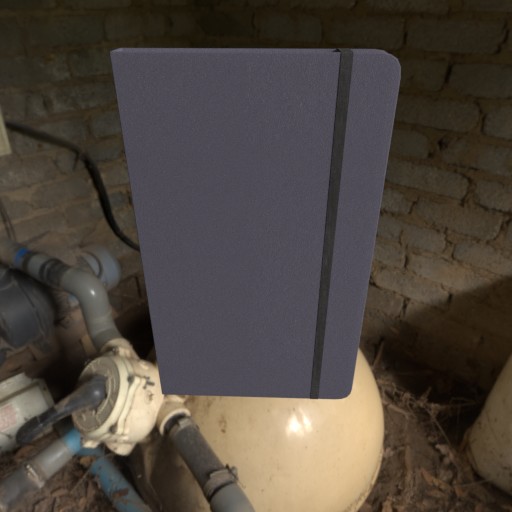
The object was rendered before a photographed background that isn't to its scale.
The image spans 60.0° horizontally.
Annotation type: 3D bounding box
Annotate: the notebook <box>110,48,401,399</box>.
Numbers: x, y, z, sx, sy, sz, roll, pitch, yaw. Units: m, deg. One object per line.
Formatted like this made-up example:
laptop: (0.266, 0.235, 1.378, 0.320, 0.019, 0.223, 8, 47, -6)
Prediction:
notebook: (0.000, 0.000, 0.251, 0.127, 0.213, 0.016, 1, 31, 2)
